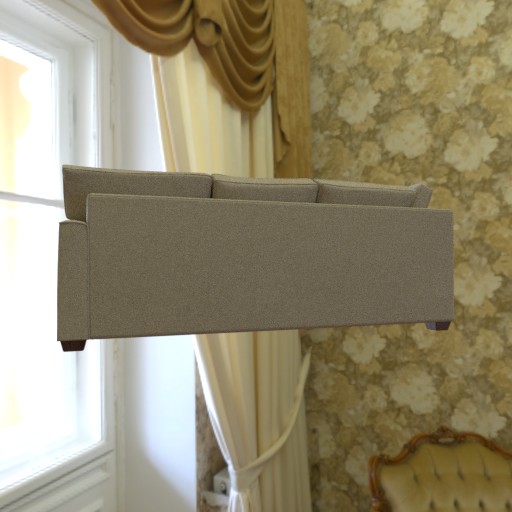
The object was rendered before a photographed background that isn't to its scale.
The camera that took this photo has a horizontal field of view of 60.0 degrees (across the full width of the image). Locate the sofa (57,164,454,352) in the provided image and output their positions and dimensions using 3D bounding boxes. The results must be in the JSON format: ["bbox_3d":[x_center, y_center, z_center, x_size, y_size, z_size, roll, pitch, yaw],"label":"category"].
[{"bbox_3d":[0.000,0.000,2.934,2.323,0.948,1.053,0,-1,-18],"label":"sofa"}]
